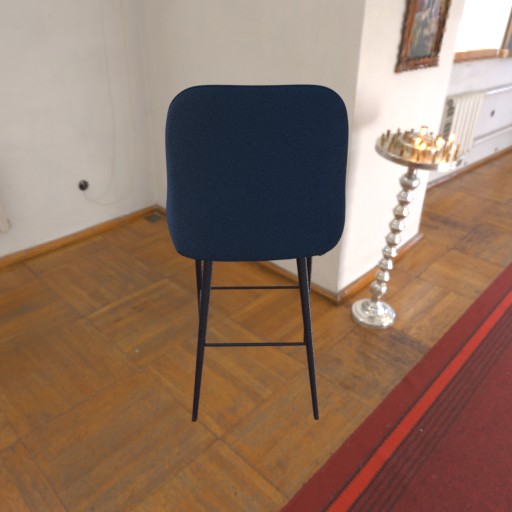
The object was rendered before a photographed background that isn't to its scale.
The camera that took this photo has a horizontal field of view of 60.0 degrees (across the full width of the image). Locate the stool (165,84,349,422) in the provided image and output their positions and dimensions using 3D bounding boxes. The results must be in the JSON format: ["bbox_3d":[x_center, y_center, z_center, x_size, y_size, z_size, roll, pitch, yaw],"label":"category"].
[{"bbox_3d":[0.000,0.000,1.370,0.527,1.079,0.489,-1,31,-1],"label":"stool"}]
